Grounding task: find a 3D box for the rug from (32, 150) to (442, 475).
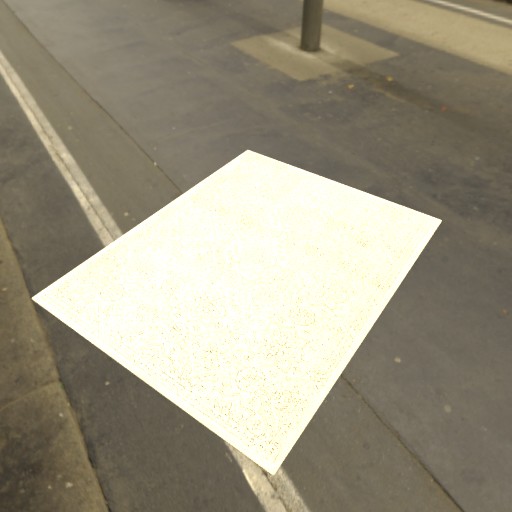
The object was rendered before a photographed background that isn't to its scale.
[{"bbox_3d":[0.000,0.000,4.094,2.441,0.015,3.050,26,49,25],"label":"rug"}]
